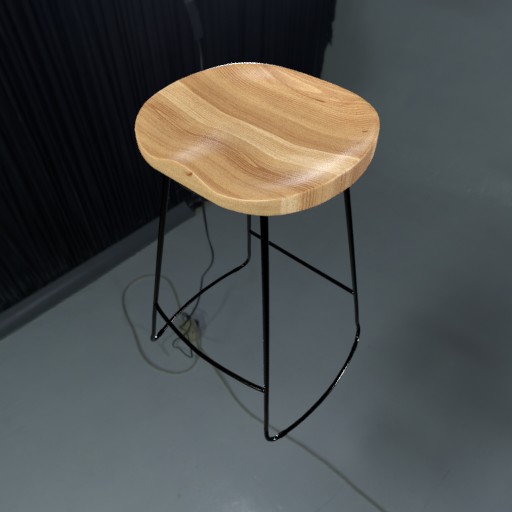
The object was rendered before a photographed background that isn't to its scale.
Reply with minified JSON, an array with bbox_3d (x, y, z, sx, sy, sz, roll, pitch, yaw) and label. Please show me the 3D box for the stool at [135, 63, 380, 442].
[{"bbox_3d":[0.000,0.000,0.971,0.480,0.679,0.401,32,54,27],"label":"stool"}]
